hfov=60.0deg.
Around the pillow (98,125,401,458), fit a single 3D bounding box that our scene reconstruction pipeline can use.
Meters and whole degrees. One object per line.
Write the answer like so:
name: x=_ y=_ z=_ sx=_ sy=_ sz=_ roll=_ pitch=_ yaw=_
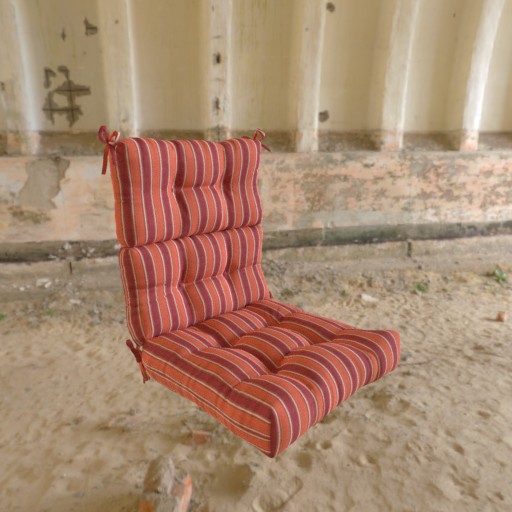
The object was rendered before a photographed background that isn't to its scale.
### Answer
pillow: x=0.000 y=0.000 z=1.060 sx=0.571 sy=0.605 sz=0.519 roll=14 pitch=20 yaw=43
